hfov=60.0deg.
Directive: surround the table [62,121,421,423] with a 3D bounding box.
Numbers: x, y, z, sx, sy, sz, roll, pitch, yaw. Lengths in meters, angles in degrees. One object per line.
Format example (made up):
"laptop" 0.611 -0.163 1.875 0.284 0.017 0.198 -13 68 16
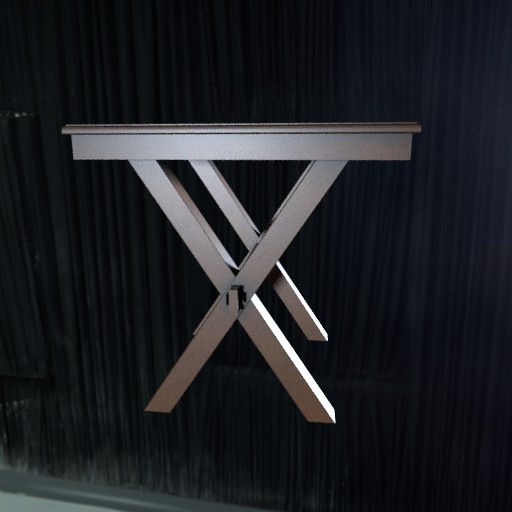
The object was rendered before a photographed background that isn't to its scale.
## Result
"table" 0.000 0.000 1.037 0.560 0.562 0.602 2 13 7
